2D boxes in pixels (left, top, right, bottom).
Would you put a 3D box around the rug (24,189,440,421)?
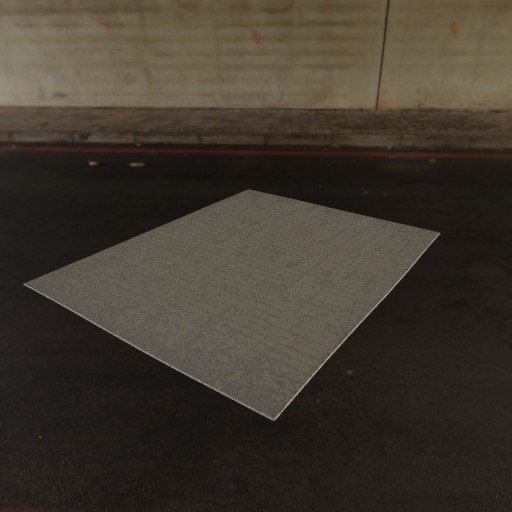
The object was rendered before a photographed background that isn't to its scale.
[{"bbox_3d":[0.000,0.000,4.052,2.447,0.014,3.061,18,31,32],"label":"rug"}]
